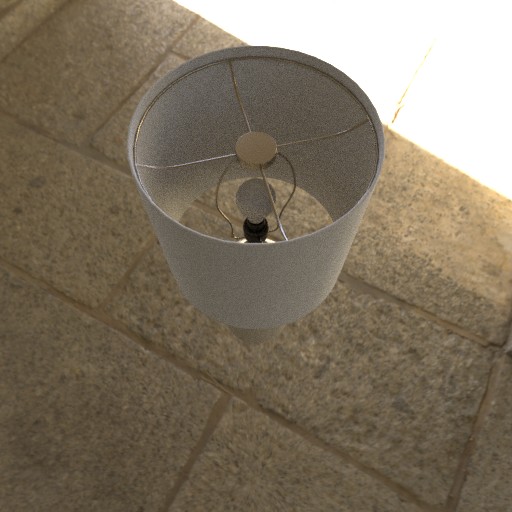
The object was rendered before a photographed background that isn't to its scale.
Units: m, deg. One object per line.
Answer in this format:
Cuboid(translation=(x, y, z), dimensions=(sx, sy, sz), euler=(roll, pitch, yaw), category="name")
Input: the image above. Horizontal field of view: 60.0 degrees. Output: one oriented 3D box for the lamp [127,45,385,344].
Cuboid(translation=(0.000, 0.000, 0.592), dimensions=(0.220, 0.475, 0.220), euler=(0, 63, 0), category="lamp")
